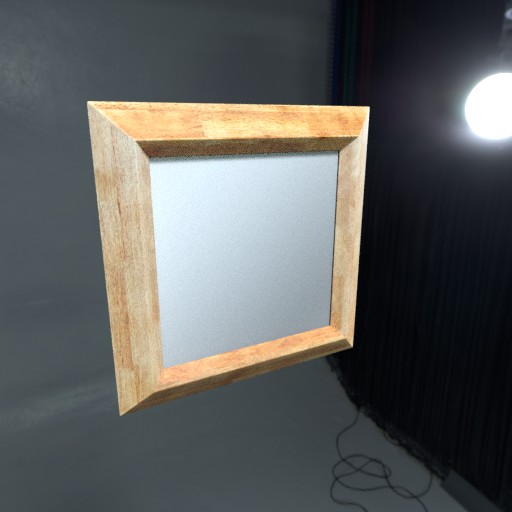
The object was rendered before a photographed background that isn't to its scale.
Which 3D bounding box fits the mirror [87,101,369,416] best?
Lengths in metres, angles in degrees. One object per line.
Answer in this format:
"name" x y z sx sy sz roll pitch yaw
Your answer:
"mirror" 0.000 0.000 1.003 0.651 0.651 0.047 -9 19 -27
